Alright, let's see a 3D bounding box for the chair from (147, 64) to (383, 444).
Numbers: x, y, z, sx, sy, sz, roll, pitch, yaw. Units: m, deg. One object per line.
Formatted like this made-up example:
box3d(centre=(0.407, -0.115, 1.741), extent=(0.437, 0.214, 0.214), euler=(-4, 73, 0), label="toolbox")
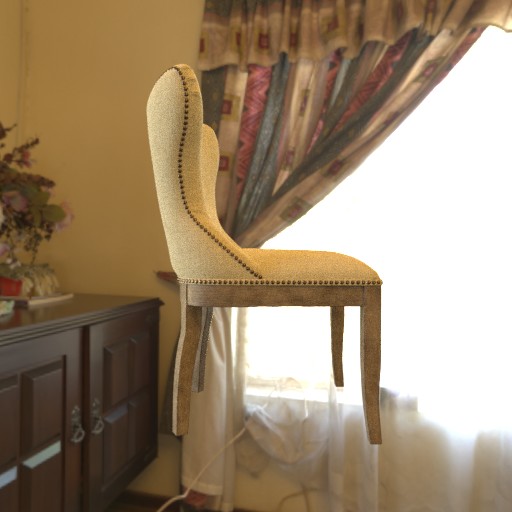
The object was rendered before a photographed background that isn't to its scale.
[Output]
box3d(centre=(0.000, 0.000, 1.444), extent=(0.681, 1.002, 0.654), euler=(0, 1, 0), label="chair")
